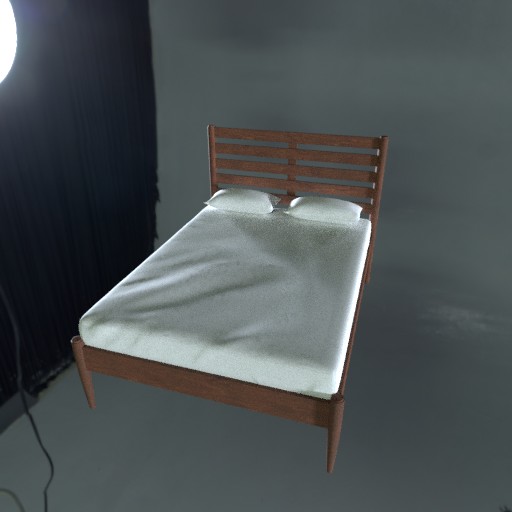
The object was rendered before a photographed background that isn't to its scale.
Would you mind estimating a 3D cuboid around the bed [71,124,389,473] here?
[{"bbox_3d":[0.000,0.000,3.060,1.509,1.304,2.093,8,29,15],"label":"bed"}]
